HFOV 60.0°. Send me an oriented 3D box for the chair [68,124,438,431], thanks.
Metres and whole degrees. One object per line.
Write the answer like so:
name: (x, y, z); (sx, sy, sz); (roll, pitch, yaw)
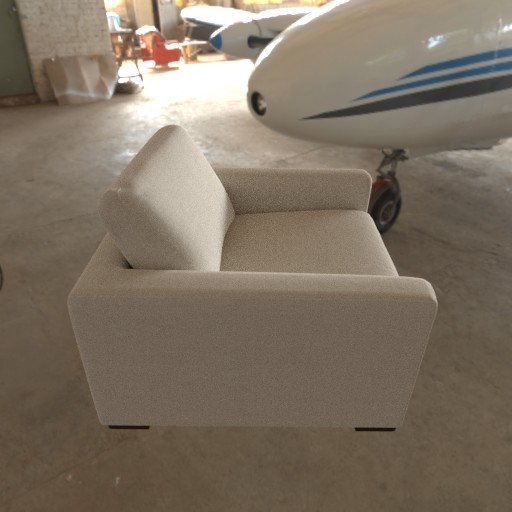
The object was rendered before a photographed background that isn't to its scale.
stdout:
chair: (0.000, 0.000, 1.815); (1.100, 0.876, 1.070); (0, 31, 0)
